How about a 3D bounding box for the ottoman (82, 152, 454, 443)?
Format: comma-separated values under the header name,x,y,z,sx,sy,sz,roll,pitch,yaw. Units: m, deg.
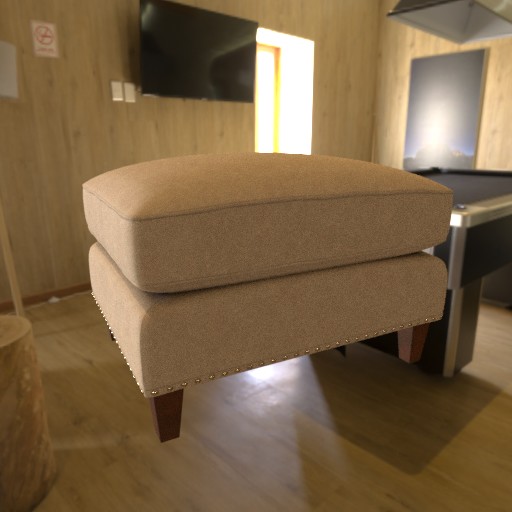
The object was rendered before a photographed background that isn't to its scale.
name,x,y,z,sx,sy,sz,roll,pitch,yaw
ottoman,0.000,0.000,1.126,0.741,0.513,0.584,-8,17,-27
